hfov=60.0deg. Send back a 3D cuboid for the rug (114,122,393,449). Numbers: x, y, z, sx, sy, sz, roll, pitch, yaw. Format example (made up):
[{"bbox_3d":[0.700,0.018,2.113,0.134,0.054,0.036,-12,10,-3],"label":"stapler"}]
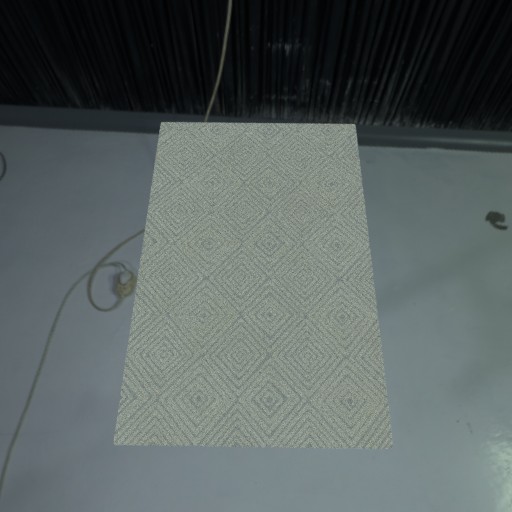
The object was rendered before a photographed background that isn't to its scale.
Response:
[{"bbox_3d":[0.000,0.000,2.211,1.143,0.008,1.753,1,63,0],"label":"rug"}]
